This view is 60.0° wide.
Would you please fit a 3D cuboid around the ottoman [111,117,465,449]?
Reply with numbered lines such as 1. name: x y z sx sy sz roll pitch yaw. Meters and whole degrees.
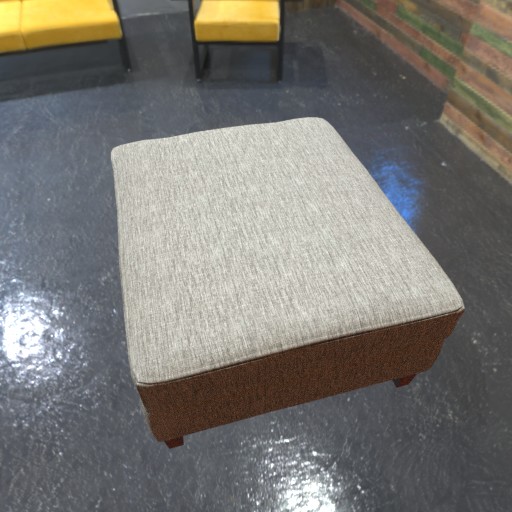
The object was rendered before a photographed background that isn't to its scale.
1. ottoman: 0.000 0.000 1.477 0.839 0.492 0.994 -11 47 -11
